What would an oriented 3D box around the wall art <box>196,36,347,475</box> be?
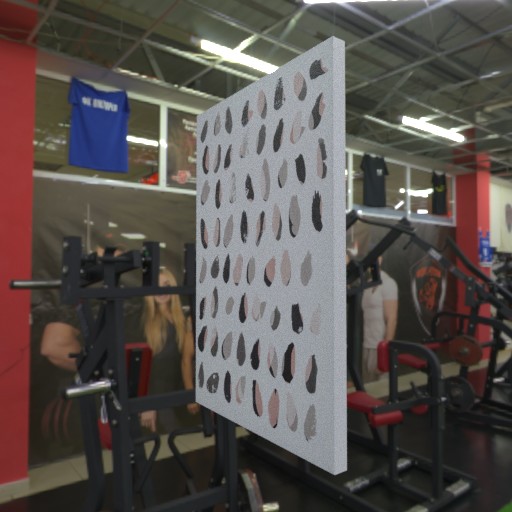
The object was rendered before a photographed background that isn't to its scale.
[{"bbox_3d":[0.000,0.000,1.182,0.037,0.916,0.610,1,-2,-35],"label":"wall art"}]
